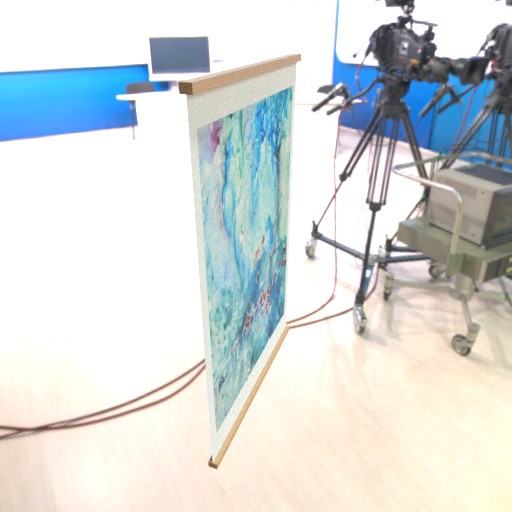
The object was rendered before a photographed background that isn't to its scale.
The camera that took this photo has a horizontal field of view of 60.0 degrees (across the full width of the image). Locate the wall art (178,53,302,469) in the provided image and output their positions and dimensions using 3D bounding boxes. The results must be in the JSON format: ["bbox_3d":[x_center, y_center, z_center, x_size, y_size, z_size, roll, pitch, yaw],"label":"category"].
[{"bbox_3d":[0.000,0.000,0.765,0.016,0.611,0.401,11,30,19],"label":"wall art"}]
